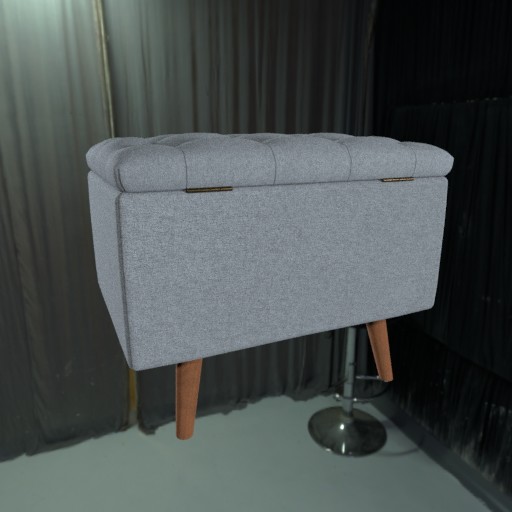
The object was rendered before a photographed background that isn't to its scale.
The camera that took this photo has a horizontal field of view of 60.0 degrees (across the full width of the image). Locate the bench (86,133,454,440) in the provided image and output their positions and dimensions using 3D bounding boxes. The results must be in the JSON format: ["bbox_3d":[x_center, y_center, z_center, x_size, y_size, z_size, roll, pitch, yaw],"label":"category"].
[{"bbox_3d":[0.000,0.000,0.877,0.572,0.469,0.417,-7,17,-24],"label":"bench"}]
